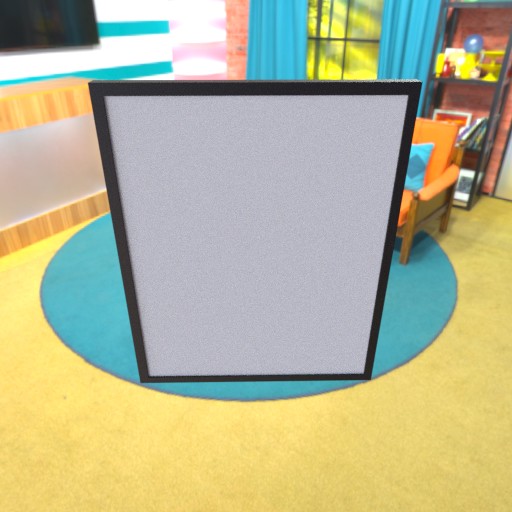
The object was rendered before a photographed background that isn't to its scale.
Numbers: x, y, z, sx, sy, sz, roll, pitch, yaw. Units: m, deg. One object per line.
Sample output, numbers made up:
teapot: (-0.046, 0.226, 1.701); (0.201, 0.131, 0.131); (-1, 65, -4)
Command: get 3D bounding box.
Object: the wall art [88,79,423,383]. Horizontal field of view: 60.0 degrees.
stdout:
wall art: (0.000, 0.000, 0.535); (0.325, 0.397, 0.018); (-1, 29, -1)
